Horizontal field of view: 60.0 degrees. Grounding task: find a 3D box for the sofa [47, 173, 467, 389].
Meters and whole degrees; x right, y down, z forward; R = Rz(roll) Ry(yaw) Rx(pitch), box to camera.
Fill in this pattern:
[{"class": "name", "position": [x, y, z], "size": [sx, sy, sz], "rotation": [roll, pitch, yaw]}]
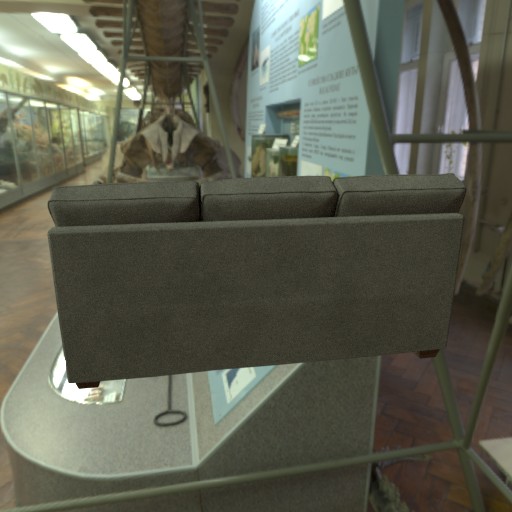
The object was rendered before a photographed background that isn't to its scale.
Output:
[{"class": "sofa", "position": [0.000, 0.000, 2.548], "size": [1.962, 0.973, 1.027], "rotation": [-3, 16, -10]}]
